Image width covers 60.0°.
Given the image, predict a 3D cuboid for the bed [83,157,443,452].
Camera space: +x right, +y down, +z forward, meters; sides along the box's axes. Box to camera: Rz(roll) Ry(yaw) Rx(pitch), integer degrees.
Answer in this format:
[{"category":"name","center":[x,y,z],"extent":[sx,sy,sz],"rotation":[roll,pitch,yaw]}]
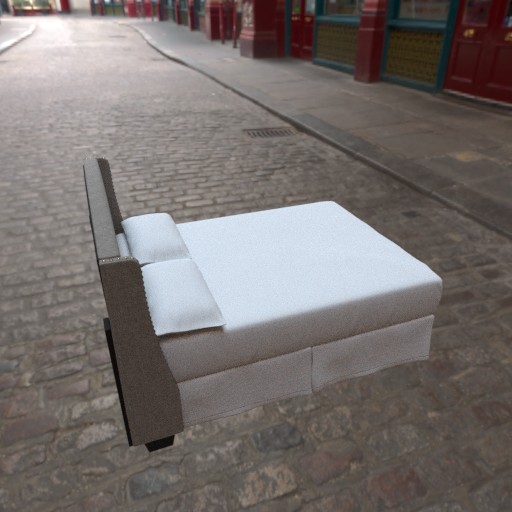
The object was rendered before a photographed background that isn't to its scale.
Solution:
[{"category":"bed","center":[0.000,0.000,3.319],"extent":[2.237,1.407,1.710],"rotation":[-11,31,-18]}]
